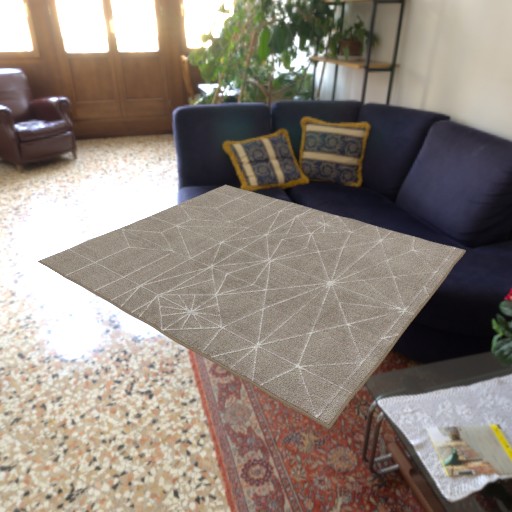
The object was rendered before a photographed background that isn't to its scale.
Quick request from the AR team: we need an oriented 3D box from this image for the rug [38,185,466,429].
[{"bbox_3d":[0.000,0.000,0.867,0.639,0.006,0.548,20,35,33],"label":"rug"}]
